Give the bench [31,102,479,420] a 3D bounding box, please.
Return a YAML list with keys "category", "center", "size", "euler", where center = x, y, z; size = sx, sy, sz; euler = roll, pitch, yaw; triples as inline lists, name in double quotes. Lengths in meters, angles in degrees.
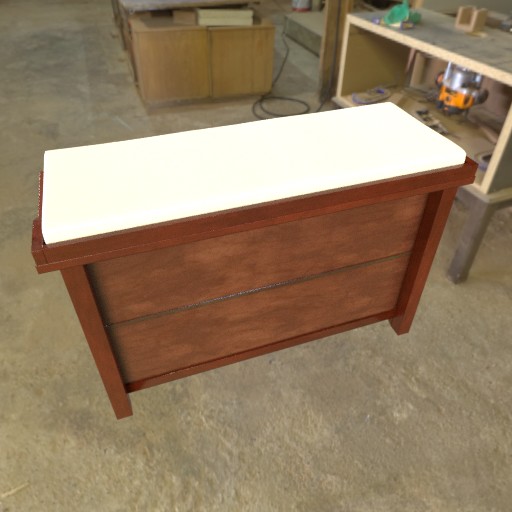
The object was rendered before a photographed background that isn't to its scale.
- category: "bench"
  center: [0.000, 0.000, 1.239]
  size: [0.987, 0.646, 0.369]
  euler: [-13, 42, -15]
